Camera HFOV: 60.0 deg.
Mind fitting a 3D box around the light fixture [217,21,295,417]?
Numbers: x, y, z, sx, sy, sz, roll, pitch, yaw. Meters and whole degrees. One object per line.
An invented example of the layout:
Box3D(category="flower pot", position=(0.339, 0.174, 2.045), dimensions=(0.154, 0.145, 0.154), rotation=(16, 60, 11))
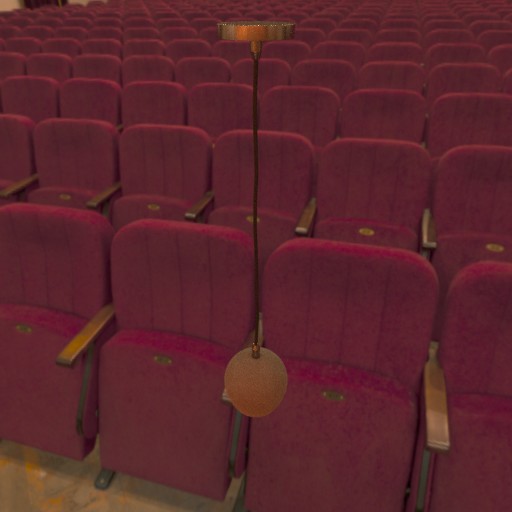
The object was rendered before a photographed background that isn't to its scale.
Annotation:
Box3D(category="light fixture", position=(0.000, 0.000, 0.821), dimensions=(0.139, 0.764, 0.139), rotation=(8, 32, 14))
